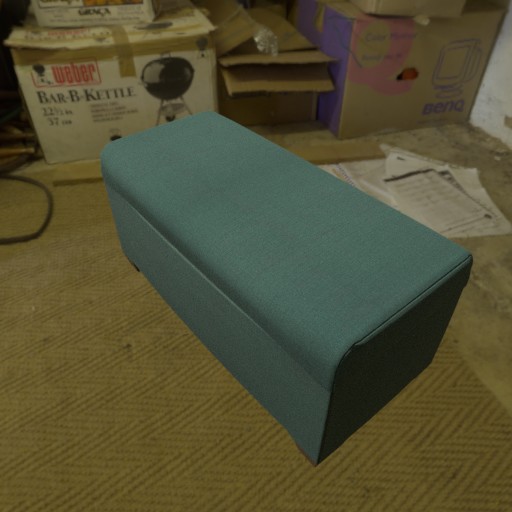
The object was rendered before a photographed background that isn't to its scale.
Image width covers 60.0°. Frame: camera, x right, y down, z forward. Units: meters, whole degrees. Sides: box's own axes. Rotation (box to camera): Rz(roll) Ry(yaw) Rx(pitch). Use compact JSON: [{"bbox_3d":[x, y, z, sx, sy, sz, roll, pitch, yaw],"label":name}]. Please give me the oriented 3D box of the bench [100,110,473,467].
[{"bbox_3d":[0.000,0.000,1.262,0.476,0.474,0.995,-28,48,-29],"label":"bench"}]
